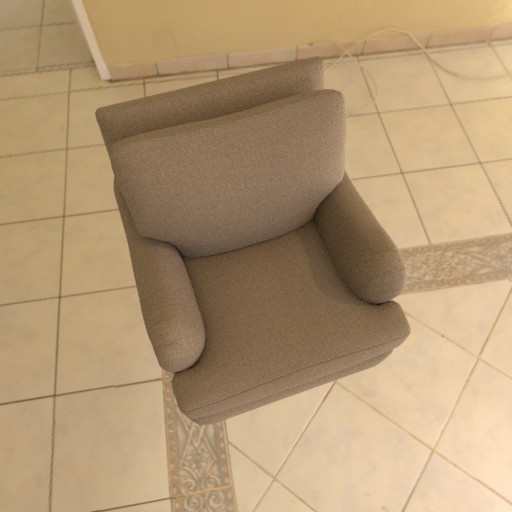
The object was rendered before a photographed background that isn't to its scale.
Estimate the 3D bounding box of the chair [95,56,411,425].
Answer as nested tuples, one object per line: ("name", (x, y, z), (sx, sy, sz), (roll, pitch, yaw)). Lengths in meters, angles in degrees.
("chair", (0.000, 0.000, 1.829), (0.955, 1.038, 1.070), (-17, 64, -9))
